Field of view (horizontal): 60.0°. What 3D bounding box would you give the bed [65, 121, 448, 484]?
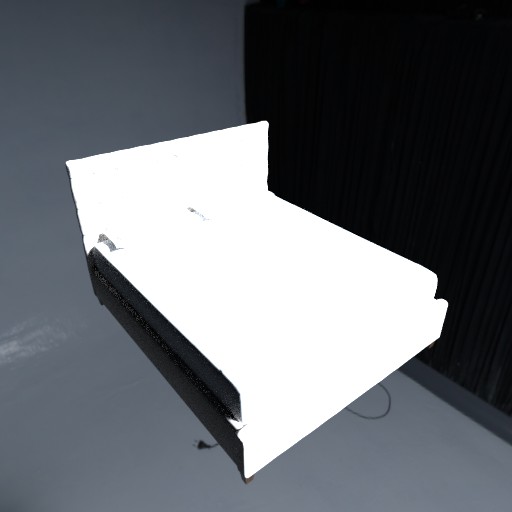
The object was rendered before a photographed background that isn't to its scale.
[{"bbox_3d":[0.000,0.000,3.648,2.078,1.427,2.387,-22,38,-32],"label":"bed"}]
